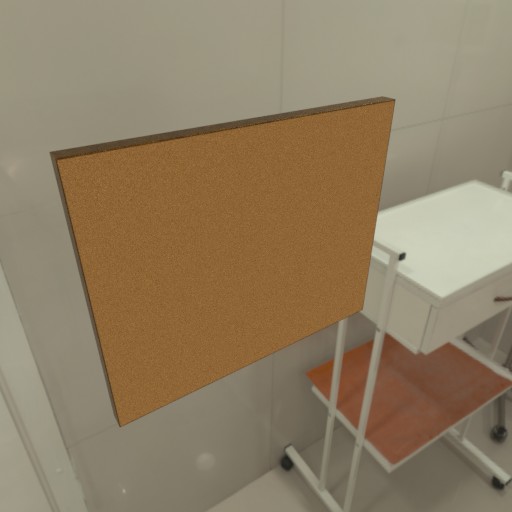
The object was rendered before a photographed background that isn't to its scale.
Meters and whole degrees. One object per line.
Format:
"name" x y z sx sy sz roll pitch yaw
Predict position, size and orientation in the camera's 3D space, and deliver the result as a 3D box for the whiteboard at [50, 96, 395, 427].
"whiteboard" 0.000 0.000 0.758 0.561 0.457 0.029 -19 36 -29
